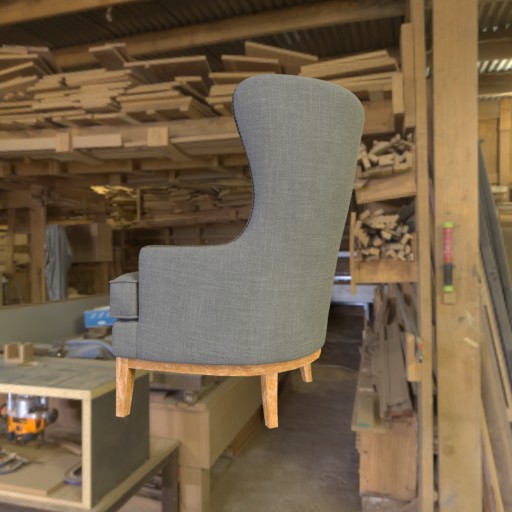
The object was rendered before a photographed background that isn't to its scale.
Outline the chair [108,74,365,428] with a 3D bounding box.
[{"bbox_3d":[0.000,0.000,1.859,0.883,1.176,0.864,0,0,19],"label":"chair"}]
